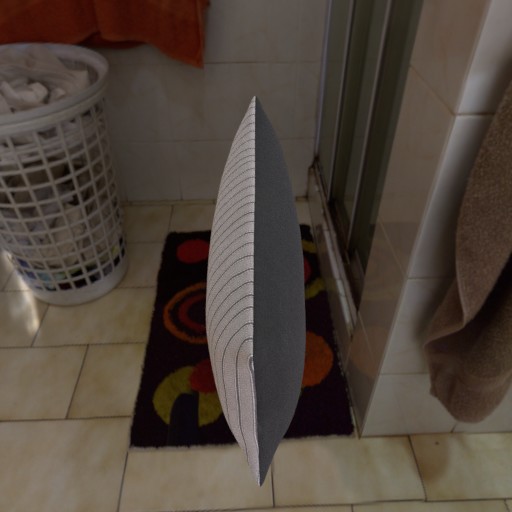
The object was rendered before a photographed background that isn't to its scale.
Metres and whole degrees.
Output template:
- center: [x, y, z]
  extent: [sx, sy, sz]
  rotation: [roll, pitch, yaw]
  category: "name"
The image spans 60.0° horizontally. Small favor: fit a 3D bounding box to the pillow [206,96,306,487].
- center: [0.000, 0.000, 0.726]
  extent: [0.151, 0.305, 0.609]
  rotation: [0, 42, 0]
  category: "pillow"
